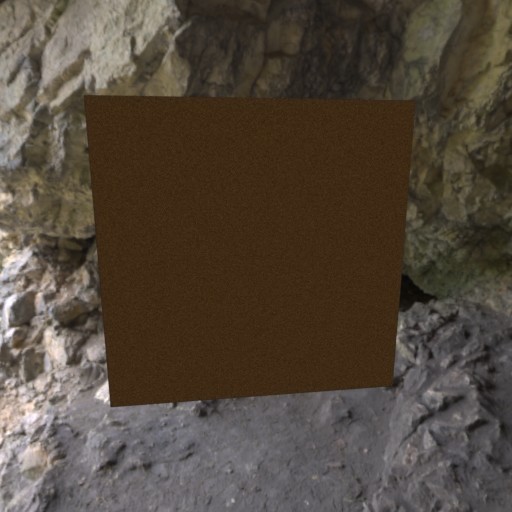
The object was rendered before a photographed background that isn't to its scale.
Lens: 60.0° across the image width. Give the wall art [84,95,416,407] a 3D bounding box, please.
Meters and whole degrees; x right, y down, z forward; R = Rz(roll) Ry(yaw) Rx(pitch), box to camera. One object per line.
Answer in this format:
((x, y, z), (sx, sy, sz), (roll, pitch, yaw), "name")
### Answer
((0.000, 0.000, 0.601), (0.406, 0.403, 0.039), (-2, 14, -8), "wall art")
